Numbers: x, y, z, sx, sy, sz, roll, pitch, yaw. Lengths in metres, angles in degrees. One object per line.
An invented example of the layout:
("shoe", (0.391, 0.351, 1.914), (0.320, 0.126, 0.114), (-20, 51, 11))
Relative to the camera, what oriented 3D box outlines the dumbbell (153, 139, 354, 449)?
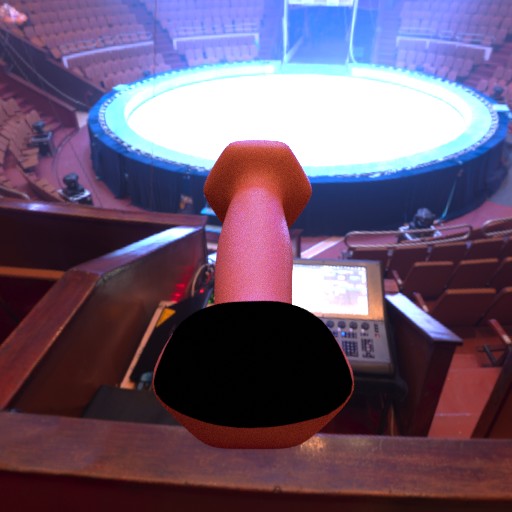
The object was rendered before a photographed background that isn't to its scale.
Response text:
("dumbbell", (0.000, 0.000, 0.148), (0.047, 0.043, 0.123), (0, 33, 1))
